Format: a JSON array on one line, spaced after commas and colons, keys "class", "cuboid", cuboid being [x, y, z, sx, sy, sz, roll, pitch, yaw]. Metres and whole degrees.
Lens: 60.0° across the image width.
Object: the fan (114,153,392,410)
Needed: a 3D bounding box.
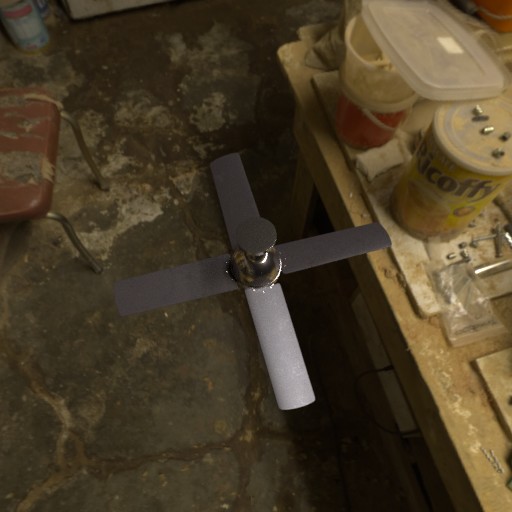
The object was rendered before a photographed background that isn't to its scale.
[{"class": "fan", "cuboid": [0.000, 0.000, 2.007, 1.332, 0.403, 1.332, -14, 65, -7]}]
